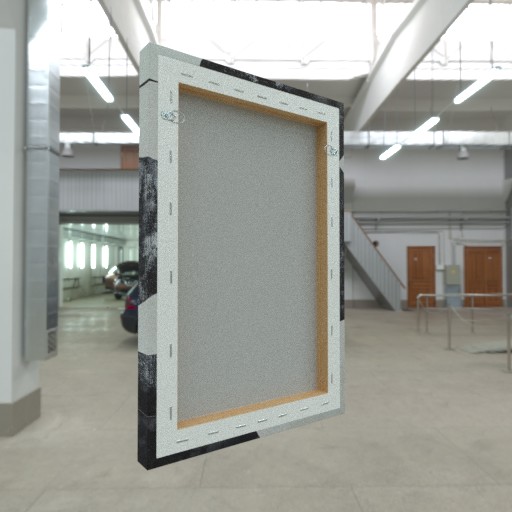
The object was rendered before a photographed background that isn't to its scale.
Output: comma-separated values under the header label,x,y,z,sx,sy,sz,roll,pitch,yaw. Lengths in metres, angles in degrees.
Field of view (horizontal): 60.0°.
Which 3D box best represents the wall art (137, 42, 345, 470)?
label,x,y,z,sx,sy,sz,roll,pitch,yaw
wall art,0.000,0.000,0.765,0.407,0.610,0.039,1,-1,-36
